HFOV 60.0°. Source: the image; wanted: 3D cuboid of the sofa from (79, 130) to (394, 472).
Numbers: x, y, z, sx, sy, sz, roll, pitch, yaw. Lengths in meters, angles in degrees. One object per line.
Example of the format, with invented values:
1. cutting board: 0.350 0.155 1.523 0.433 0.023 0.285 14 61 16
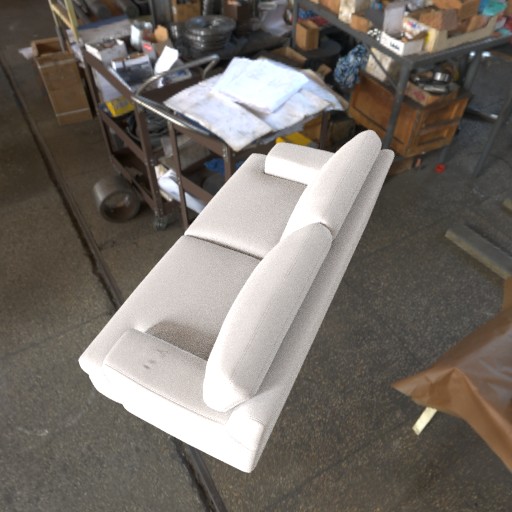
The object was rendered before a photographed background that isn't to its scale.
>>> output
1. sofa: 0.000 0.000 2.843 1.143 0.940 2.261 20 50 17
